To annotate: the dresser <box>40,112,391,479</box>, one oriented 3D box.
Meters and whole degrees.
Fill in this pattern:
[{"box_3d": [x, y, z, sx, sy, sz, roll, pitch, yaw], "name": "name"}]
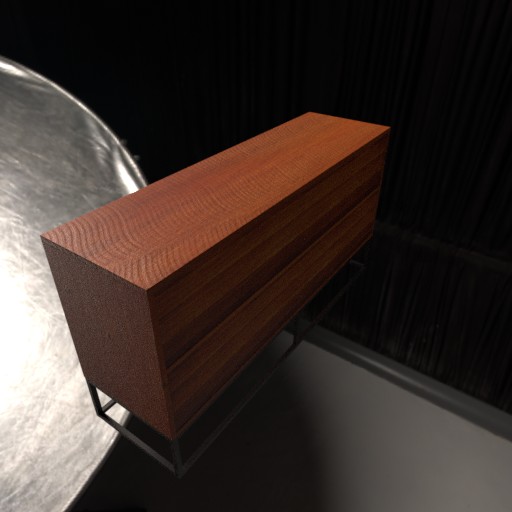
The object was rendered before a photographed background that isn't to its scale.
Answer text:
[{"box_3d": [0.000, 0.000, 1.906, 0.464, 0.810, 1.536, 22, 39, 29], "name": "dresser"}]
